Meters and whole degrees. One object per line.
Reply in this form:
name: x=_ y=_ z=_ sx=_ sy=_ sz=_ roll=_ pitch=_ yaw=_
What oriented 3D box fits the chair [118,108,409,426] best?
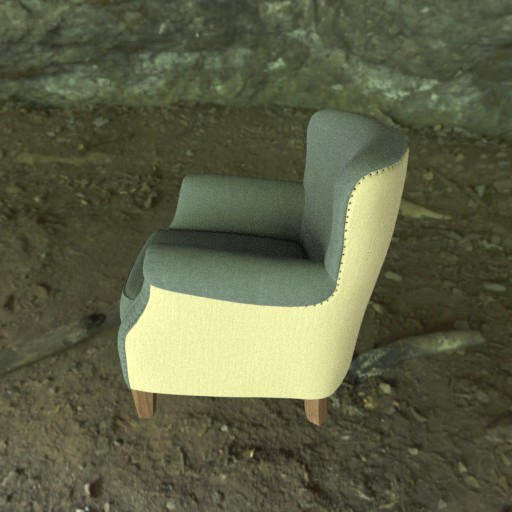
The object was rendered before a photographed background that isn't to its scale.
chair: x=0.000 y=0.000 z=1.618 sx=0.921 sy=0.936 sz=0.861 roll=0 pitch=27 yaw=1
